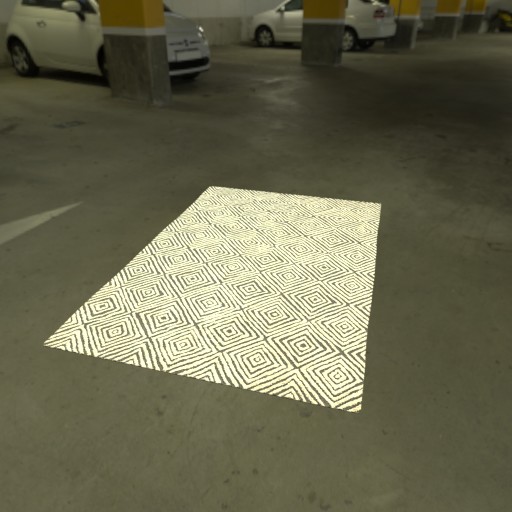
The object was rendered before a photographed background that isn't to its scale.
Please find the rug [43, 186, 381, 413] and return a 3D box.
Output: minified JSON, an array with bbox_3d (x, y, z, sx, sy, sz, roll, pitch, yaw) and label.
[{"bbox_3d":[0.000,0.000,2.252,1.177,0.004,1.750,8,30,14],"label":"rug"}]
